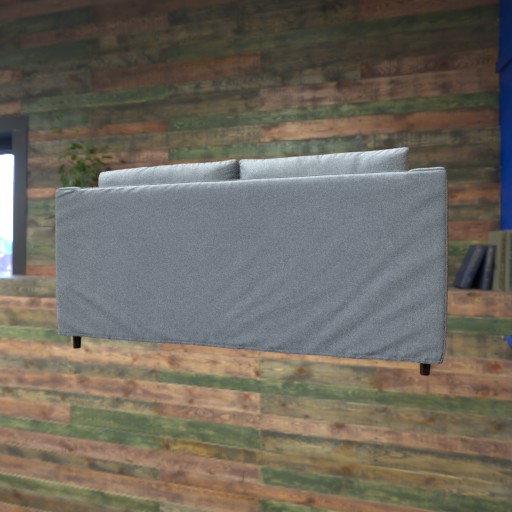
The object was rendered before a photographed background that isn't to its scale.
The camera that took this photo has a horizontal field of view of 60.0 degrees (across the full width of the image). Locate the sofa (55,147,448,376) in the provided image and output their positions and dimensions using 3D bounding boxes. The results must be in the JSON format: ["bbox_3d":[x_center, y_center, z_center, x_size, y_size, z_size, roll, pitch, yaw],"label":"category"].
[{"bbox_3d":[0.000,0.000,2.618,2.010,1.018,1.072,0,0,18],"label":"sofa"}]
